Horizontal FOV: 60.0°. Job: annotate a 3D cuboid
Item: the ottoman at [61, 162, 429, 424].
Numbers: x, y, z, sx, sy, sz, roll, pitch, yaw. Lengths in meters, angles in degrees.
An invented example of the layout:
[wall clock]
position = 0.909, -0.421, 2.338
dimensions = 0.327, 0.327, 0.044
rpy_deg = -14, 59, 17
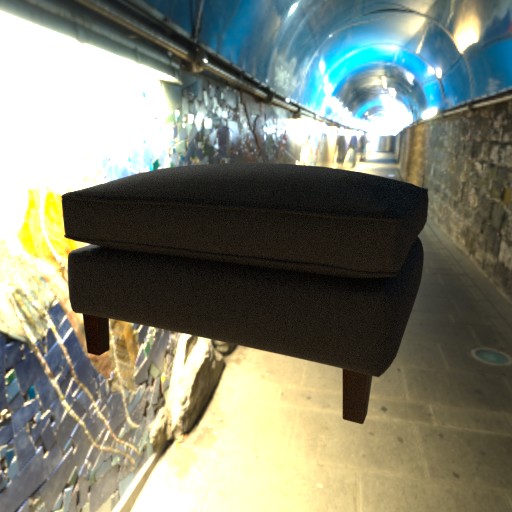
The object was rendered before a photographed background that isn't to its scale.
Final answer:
[ottoman]
position = 0.000, 0.000, 0.993
dimensions = 0.686, 0.406, 0.508
rpy_deg = 7, 16, 24
